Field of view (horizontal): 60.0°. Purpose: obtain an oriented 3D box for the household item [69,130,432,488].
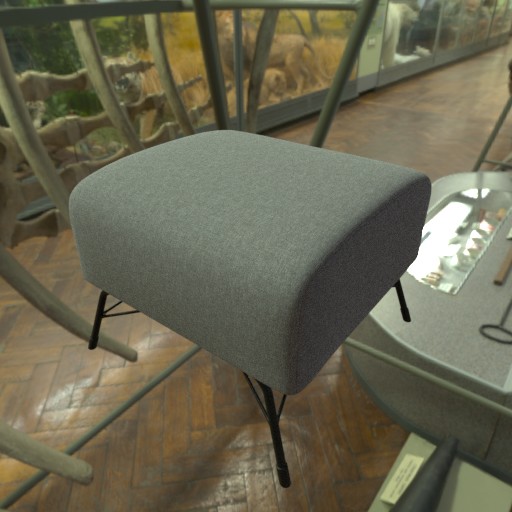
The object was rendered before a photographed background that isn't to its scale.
[{"bbox_3d":[0.000,0.000,0.907,0.530,0.410,0.530,22,37,32],"label":"household item"}]
